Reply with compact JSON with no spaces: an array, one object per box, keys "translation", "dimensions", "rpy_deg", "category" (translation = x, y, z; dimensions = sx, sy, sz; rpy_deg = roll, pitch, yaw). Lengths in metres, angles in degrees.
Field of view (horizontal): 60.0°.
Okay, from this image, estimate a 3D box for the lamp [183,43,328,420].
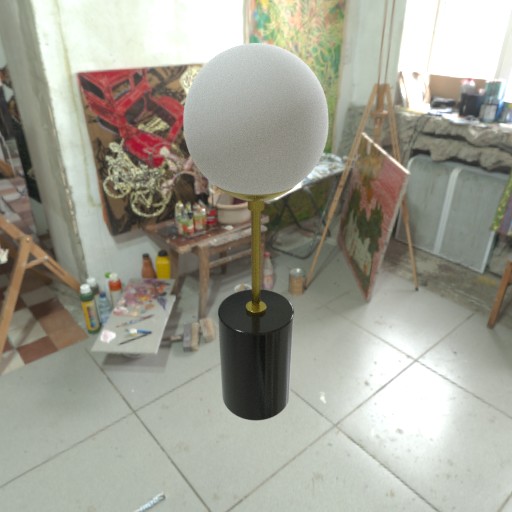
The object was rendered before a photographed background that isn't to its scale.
[{"translation":[0.000,0.000,0.554],"dimensions":[0.153,0.480,0.153],"rpy_deg":[0,30,0],"category":"lamp"}]
